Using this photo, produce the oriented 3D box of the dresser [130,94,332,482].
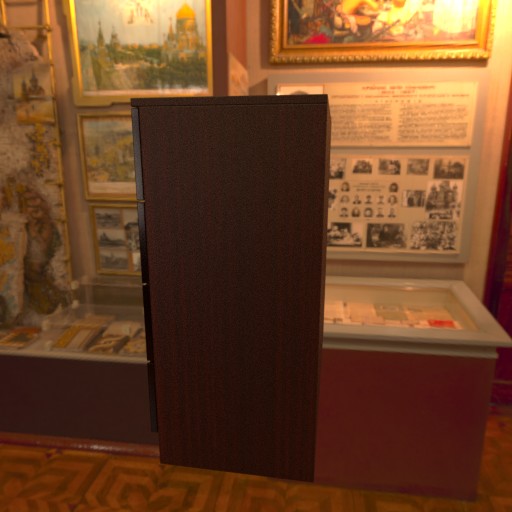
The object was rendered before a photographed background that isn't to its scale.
[{"bbox_3d":[0.000,0.000,1.172,0.360,0.720,0.750,2,14,10],"label":"dresser"}]
